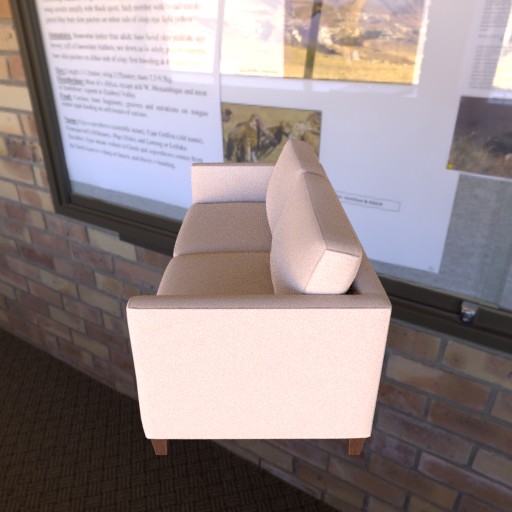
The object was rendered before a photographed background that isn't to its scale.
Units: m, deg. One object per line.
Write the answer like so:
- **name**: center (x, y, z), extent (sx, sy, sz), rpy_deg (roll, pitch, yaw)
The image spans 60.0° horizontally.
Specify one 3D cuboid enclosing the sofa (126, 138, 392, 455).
- **sofa**: center (0.000, 0.000, 2.245), extent (0.873, 0.888, 1.722), rpy_deg (0, 27, 0)
